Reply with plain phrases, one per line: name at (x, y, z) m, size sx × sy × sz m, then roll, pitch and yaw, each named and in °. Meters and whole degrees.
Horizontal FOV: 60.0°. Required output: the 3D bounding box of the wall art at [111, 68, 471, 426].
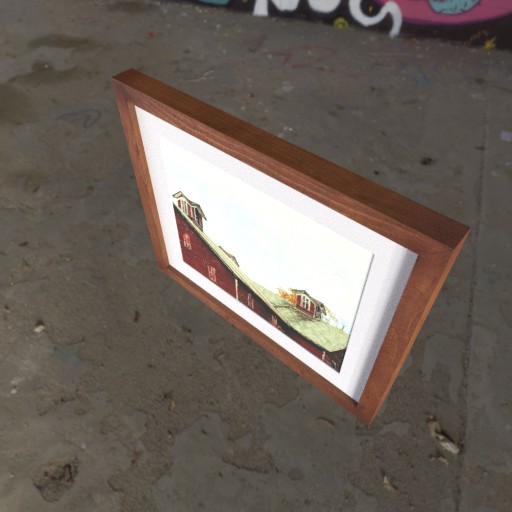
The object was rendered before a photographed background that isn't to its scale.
wall art at (0.000, 0.000, 0.535) m, size 0.401 × 0.328 × 0.030 m, roll 33°, pitch 56°, yaw 26°
